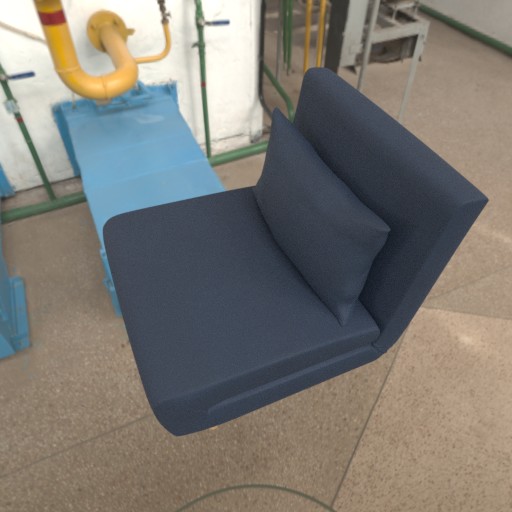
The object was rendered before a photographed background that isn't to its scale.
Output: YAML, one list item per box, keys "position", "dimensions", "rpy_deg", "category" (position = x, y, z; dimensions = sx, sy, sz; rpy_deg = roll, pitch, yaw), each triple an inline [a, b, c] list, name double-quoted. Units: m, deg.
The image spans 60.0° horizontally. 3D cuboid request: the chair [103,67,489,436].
- position: [0.000, 0.000, 1.433]
  dimensions: [0.900, 0.808, 0.770]
  rpy_deg: [-18, 49, -16]
  category: "chair"
